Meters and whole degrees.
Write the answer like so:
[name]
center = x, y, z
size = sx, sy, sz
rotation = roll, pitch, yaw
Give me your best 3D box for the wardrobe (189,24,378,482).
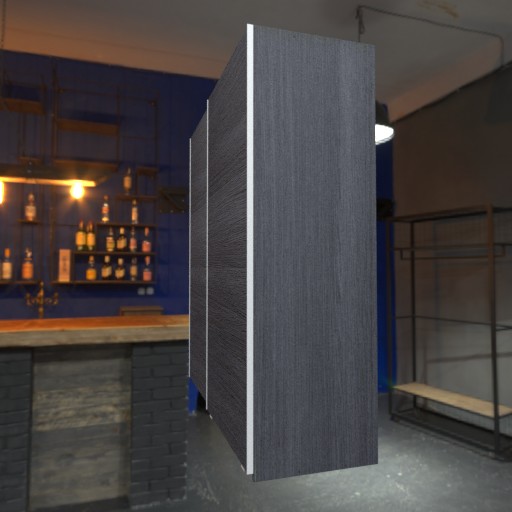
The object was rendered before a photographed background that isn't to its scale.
[wardrobe]
center = 0.000, 0.000, 2.826
size = 0.629, 1.960, 1.780
rotation = 1, -2, -17
